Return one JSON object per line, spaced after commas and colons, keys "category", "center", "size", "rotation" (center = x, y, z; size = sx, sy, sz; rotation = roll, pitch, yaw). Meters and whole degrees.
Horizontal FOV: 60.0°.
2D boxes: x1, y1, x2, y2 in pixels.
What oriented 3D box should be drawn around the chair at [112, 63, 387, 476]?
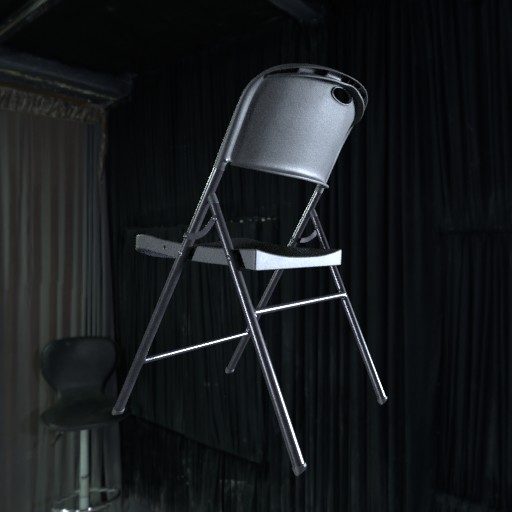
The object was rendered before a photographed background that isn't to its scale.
{"category": "chair", "center": [0.000, 0.000, 1.169], "size": [0.566, 0.810, 0.494], "rotation": [1, 1, 35]}
